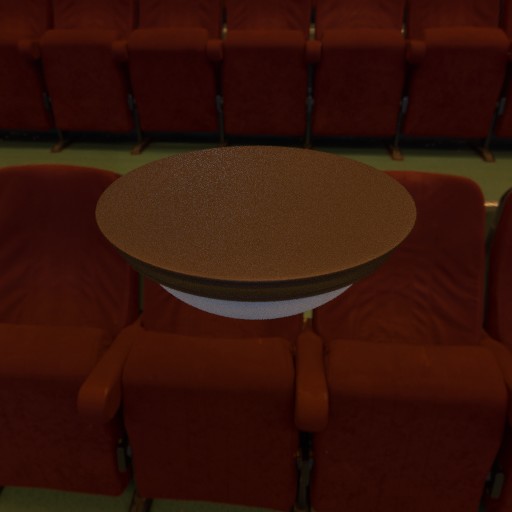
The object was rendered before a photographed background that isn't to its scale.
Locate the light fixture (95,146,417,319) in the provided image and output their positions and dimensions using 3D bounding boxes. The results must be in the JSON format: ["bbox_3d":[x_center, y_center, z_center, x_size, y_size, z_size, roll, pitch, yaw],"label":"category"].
[{"bbox_3d":[0.000,0.000,0.438,0.280,0.135,0.280,0,31,0],"label":"light fixture"}]
